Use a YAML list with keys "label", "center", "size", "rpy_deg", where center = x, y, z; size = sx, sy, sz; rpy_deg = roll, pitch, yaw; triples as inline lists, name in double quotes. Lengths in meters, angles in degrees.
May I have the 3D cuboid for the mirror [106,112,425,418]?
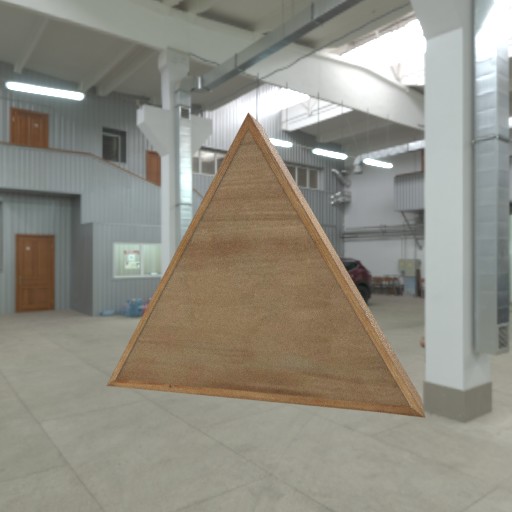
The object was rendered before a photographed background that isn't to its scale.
- label: "mirror"
  center: [0.000, 0.000, 0.891]
  size: [0.631, 0.548, 0.100]
  rpy_deg: [0, 0, 17]
